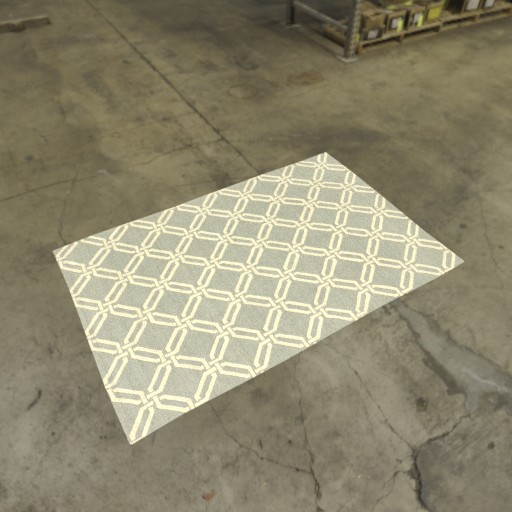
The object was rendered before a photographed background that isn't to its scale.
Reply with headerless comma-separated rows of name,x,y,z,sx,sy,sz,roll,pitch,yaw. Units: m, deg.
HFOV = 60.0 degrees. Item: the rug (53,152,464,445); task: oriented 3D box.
rug,0.000,0.000,2.233,1.754,0.010,1.148,-24,51,-21
